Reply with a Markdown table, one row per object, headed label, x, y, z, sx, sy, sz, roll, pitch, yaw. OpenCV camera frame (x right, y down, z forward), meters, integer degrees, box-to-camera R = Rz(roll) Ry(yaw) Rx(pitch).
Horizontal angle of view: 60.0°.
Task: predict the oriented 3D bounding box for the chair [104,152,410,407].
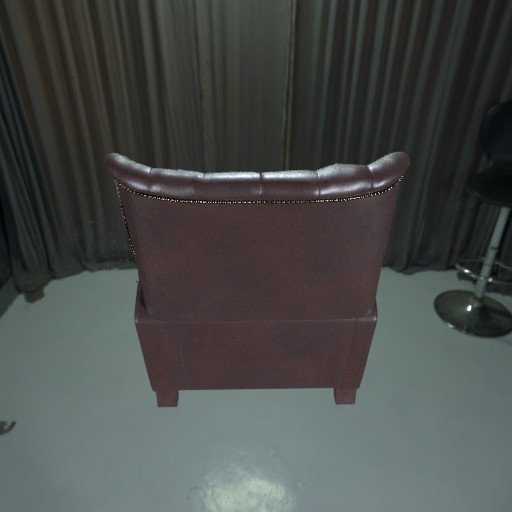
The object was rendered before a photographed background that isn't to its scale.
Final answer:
| label | x | y | z | sx | sy | sz | roll | pitch | yaw |
| --- | --- | --- | --- | --- | --- | --- | --- | --- | --- |
| chair | 0.000 | 0.000 | 1.455 | 0.709 | 0.864 | 0.823 | -1 | 31 | -1 |
